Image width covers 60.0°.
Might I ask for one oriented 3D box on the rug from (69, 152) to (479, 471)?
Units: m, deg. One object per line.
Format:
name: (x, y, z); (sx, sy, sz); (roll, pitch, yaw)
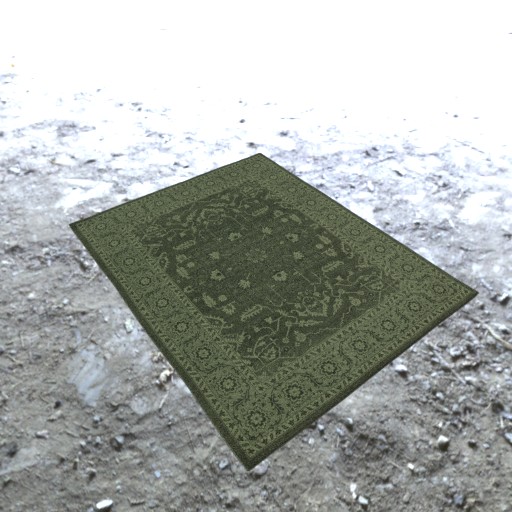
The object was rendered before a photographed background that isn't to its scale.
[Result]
rug: (0.000, 0.000, 4.122); (2.451, 0.026, 3.069); (-27, 48, -27)
